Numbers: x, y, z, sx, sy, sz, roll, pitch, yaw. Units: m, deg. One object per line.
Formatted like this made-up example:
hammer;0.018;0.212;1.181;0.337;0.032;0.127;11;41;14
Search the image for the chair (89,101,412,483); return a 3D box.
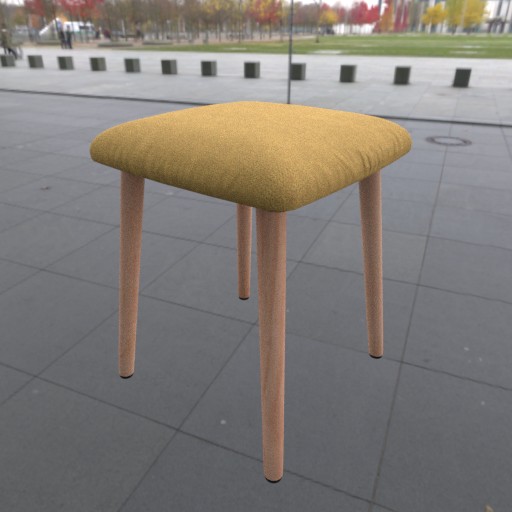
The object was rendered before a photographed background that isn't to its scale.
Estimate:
chair;0.000;0.000;0.702;0.350;0.440;0.350;20;33;34
